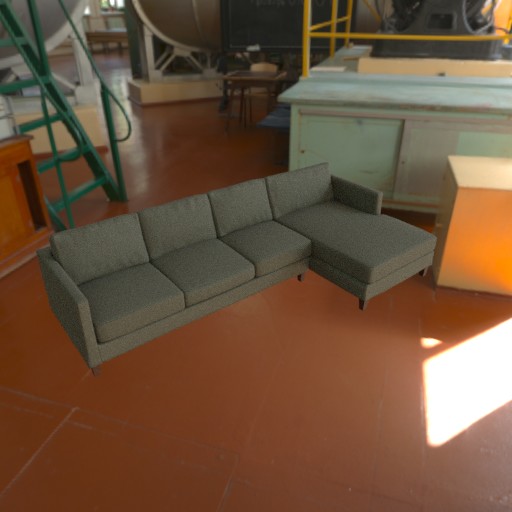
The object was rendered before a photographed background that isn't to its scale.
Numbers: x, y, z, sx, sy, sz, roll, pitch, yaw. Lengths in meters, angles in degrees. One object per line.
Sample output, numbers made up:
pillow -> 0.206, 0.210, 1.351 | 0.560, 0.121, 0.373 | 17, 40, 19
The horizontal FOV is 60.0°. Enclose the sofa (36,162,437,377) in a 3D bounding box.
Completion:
sofa -> 0.000, 0.000, 3.917 | 3.186, 0.861, 1.625 | -21, 36, -33
